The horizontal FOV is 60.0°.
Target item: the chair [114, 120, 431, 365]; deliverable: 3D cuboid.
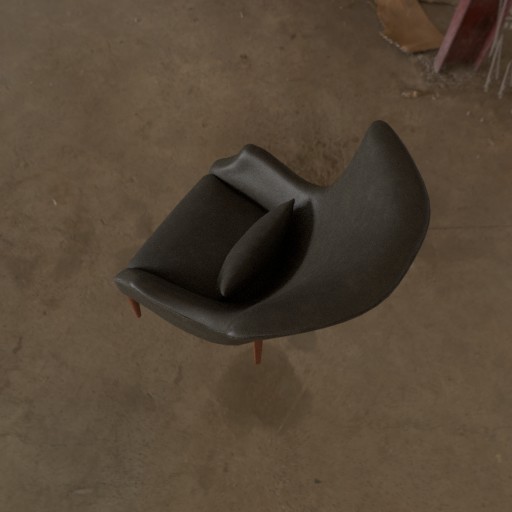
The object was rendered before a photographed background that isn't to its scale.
[{"bbox_3d":[0.000,0.000,1.700,0.954,1.068,0.819,31,68,14],"label":"chair"}]
